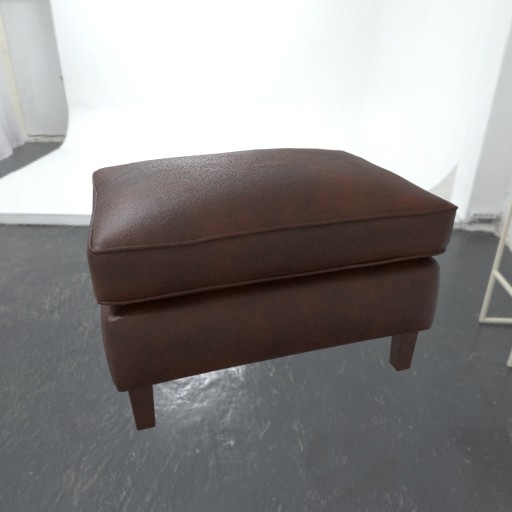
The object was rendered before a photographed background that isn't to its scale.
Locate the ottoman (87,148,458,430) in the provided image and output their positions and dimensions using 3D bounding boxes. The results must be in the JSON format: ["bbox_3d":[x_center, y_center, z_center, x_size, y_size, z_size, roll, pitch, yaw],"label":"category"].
[{"bbox_3d":[0.000,0.000,0.991,0.665,0.432,0.501,-8,28,-15],"label":"ottoman"}]
